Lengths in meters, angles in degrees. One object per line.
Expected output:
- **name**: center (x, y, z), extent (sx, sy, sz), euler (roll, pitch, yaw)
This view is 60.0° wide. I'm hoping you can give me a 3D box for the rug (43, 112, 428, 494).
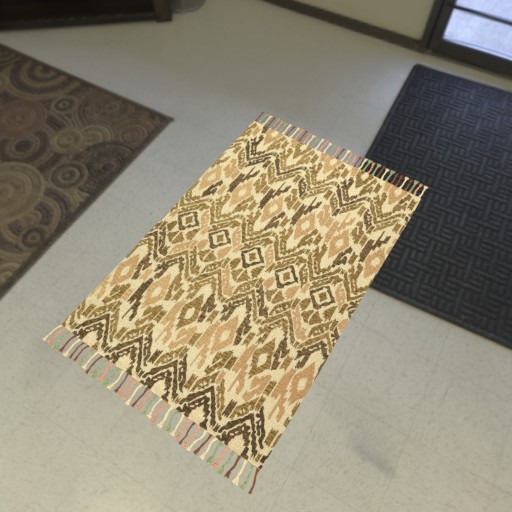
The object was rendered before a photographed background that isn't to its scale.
- **rug**: center (0.000, 0.000, 3.002), extent (1.524, 0.008, 2.438), euler (30, 64, 16)
